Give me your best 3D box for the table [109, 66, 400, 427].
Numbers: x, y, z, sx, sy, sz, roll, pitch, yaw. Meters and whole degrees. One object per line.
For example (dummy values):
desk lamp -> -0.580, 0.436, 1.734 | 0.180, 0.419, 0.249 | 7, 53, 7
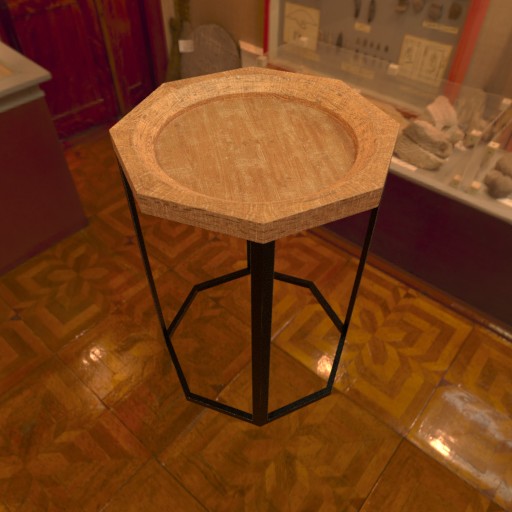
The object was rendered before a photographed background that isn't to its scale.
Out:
table -> 0.000, 0.000, 0.861 | 0.437, 0.553, 0.437 | 33, 54, 28
